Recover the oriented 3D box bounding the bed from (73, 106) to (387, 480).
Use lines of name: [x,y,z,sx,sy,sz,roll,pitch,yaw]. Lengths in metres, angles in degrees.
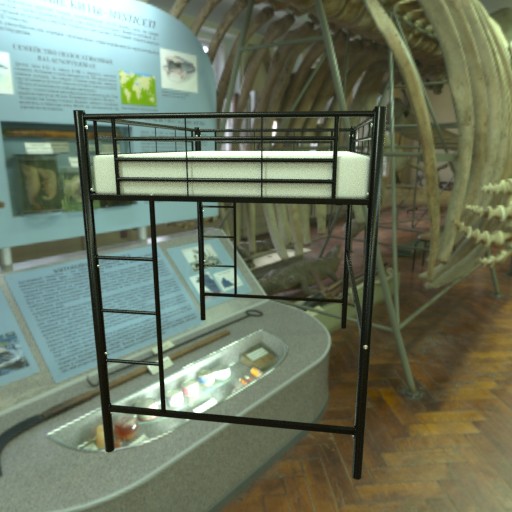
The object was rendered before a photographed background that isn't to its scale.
bed: [0.000,0.000,3.083,1.397,1.803,1.994,2,14,9]
